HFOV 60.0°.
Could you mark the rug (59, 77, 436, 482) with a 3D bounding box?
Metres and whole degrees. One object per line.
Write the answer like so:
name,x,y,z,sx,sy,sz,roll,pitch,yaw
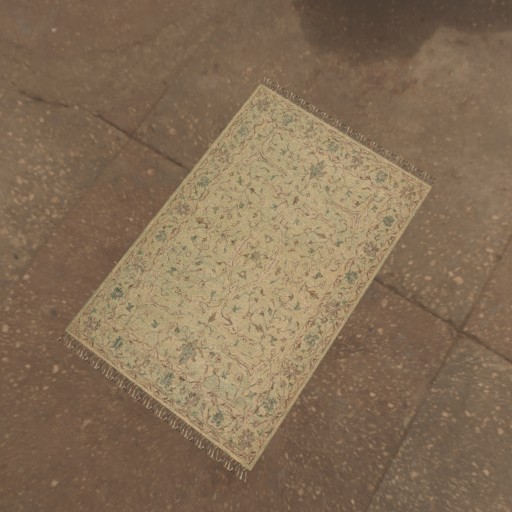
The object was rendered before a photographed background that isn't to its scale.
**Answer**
rug,0.000,0.000,3.074,1.544,0.010,2.435,34,78,8
